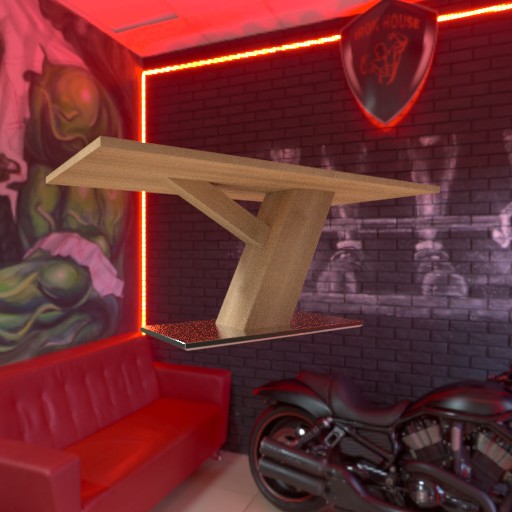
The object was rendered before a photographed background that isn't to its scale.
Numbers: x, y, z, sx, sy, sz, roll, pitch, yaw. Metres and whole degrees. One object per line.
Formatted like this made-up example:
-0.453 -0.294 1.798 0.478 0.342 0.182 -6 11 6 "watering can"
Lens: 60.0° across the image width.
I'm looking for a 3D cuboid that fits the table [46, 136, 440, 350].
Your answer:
0.000 0.000 2.250 1.800 0.750 0.900 0 0 -35 "table"
